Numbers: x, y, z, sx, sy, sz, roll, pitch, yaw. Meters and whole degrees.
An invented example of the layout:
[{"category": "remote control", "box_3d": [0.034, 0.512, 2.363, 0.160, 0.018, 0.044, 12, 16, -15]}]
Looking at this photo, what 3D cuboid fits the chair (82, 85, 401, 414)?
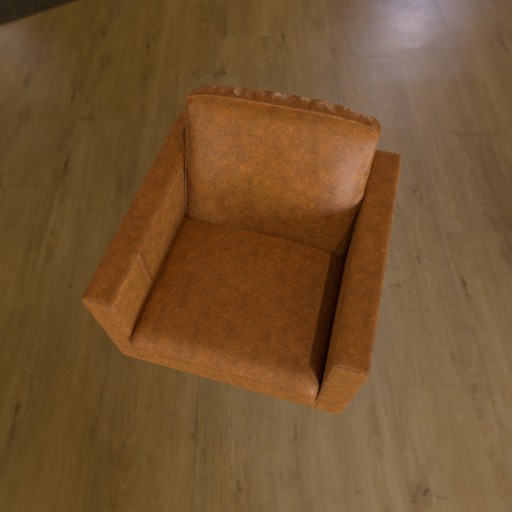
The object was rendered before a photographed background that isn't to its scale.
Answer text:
[{"category": "chair", "box_3d": [0.000, 0.000, 1.674, 0.890, 0.956, 0.909, 13, 60, 8]}]
